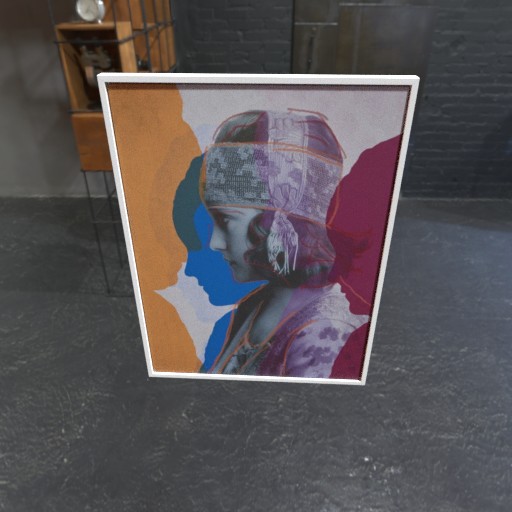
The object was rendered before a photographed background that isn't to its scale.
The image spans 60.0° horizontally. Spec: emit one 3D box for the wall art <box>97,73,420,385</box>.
[{"bbox_3d":[0.000,0.000,1.375,0.795,1.050,0.039,2,31,3],"label":"wall art"}]
